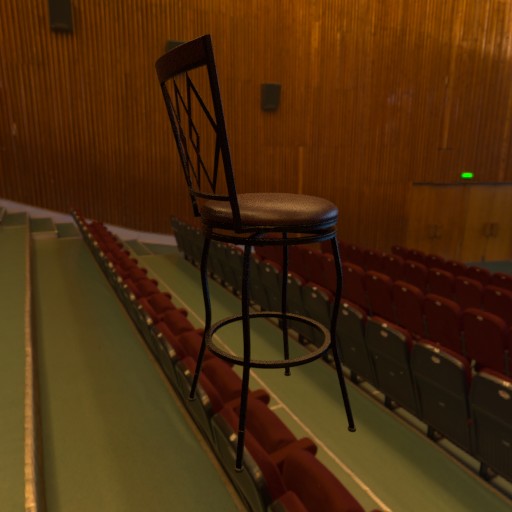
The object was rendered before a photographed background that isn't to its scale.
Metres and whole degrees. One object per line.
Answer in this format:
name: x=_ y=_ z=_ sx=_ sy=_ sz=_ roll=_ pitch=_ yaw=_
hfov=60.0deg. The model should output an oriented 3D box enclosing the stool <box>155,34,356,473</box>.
stool: x=0.000 y=0.000 z=1.373 sx=0.521 sy=1.134 sz=0.432 roll=-7 pitch=15 yaw=-26
